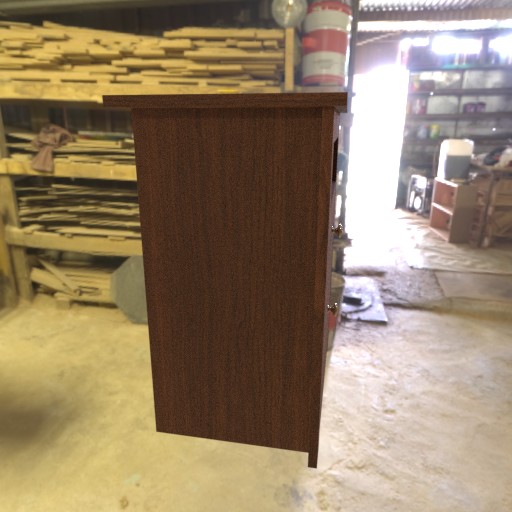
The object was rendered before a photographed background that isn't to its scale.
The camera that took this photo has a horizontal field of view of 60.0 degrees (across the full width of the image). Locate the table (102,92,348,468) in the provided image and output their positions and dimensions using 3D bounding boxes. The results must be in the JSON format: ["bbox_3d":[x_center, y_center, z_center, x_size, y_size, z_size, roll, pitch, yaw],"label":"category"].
[{"bbox_3d":[0.000,0.000,1.080,0.406,0.711,0.589,3,17,11],"label":"table"}]
